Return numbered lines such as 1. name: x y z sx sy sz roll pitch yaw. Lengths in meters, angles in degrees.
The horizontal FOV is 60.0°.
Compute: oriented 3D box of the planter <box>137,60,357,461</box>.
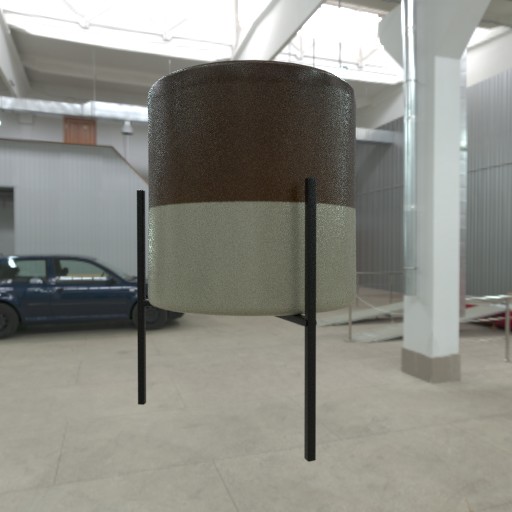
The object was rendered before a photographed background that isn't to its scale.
1. planter: 0.000 0.000 0.550 0.255 0.375 0.269 1 1 36
